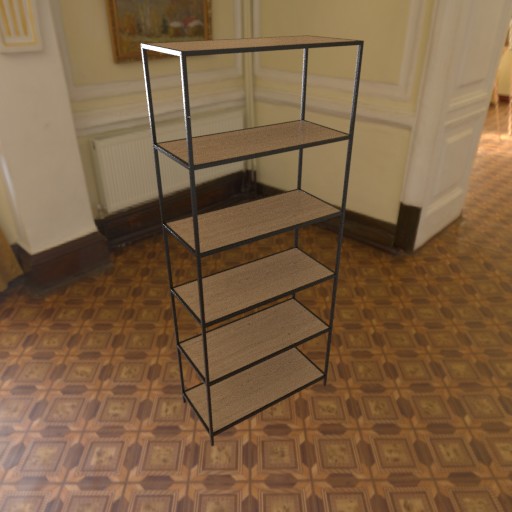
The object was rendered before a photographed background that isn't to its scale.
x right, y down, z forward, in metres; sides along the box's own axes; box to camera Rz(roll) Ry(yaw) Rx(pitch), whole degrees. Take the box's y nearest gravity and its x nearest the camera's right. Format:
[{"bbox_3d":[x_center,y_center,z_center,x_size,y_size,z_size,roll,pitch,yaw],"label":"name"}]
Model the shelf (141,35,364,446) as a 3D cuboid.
[{"bbox_3d":[0.000,0.000,2.122,0.770,1.850,0.350,-18,35,-28],"label":"shelf"}]
